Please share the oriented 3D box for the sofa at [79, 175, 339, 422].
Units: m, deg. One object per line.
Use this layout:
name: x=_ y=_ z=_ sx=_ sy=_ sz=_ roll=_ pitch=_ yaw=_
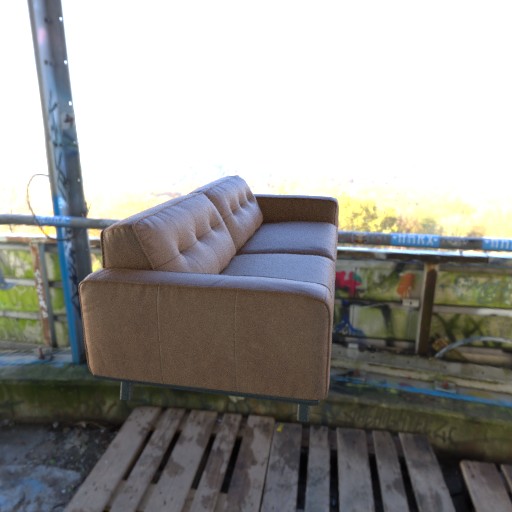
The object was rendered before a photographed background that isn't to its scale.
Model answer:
sofa: x=0.000 y=0.000 z=2.665 sx=0.953 sy=0.780 sz=2.270 roll=3 pitch=17 yaw=10
